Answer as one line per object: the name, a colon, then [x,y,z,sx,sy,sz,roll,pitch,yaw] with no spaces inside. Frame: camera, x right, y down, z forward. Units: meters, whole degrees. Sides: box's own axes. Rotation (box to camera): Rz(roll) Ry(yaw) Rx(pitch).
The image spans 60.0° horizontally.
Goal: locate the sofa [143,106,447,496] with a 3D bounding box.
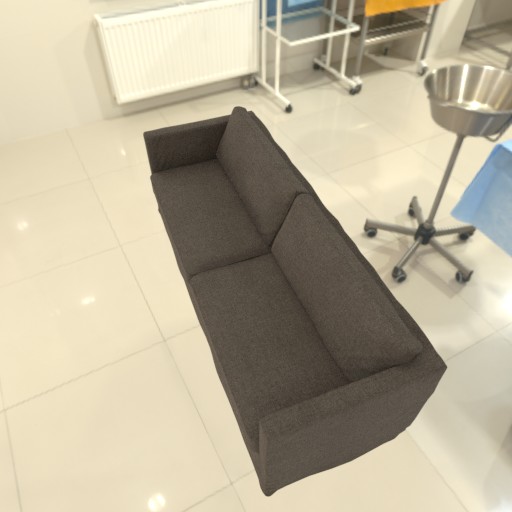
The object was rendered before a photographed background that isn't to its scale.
sofa: [0.000,0.000,3.221,1.036,0.998,2.779,-16,49,-14]
